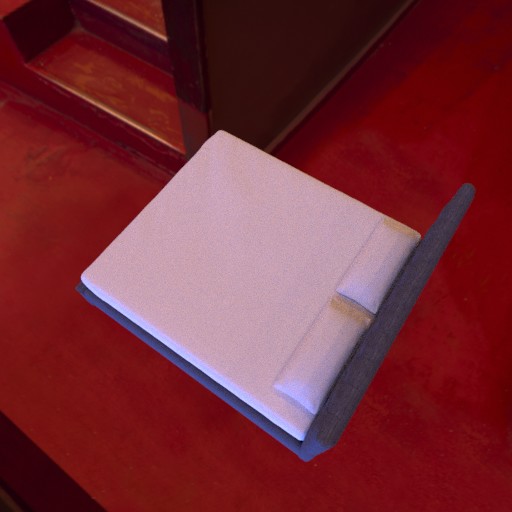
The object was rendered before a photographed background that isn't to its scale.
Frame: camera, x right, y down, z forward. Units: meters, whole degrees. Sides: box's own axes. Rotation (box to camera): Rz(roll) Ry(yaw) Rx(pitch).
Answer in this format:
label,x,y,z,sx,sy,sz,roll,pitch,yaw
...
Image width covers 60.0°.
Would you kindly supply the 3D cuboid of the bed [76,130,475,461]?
label,x,y,z,sx,sy,sz,roll,pitch,yaw
bed,0.000,0.000,3.637,2.387,1.427,2.078,32,67,15
